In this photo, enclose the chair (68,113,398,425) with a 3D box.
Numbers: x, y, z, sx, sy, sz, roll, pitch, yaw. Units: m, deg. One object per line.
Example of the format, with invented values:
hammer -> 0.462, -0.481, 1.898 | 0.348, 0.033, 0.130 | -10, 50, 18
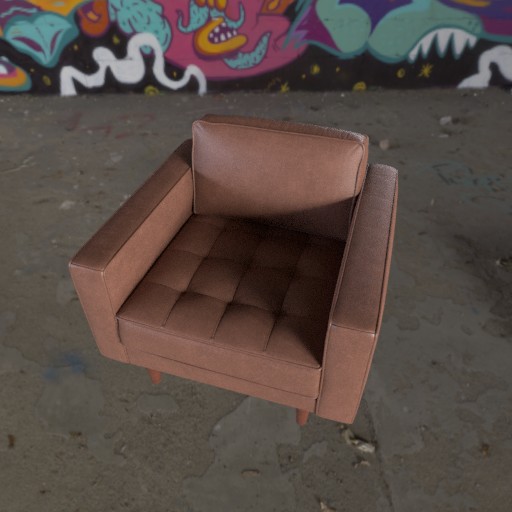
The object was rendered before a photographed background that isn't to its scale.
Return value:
chair -> 0.000, 0.000, 1.593 | 0.920, 0.770, 0.900 | 11, 42, 13
